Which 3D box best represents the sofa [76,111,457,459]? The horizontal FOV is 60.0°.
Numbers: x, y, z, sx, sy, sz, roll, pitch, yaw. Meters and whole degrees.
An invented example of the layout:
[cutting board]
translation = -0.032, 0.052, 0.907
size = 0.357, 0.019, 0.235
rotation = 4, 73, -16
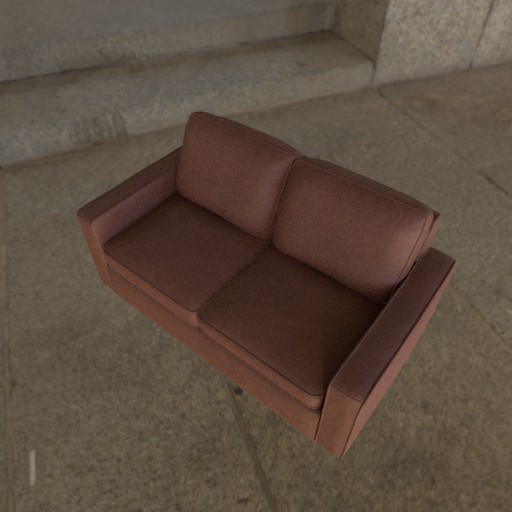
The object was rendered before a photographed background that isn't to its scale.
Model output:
[sofa]
translation = 0.000, 0.000, 2.282
size = 1.709, 0.918, 0.947
rotation = 30, 53, 25
